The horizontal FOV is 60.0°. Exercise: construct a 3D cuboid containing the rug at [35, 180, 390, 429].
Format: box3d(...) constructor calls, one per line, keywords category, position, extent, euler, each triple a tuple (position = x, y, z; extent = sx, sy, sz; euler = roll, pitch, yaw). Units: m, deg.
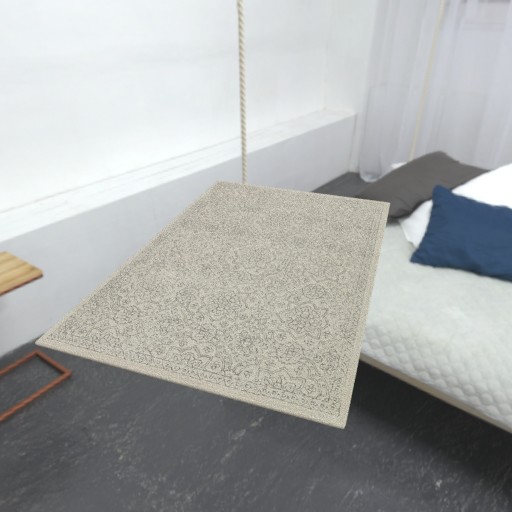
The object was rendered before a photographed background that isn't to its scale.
box3d(category="rug", position=(0.000, 0.000, 2.890), extent=(1.524, 0.011, 2.286), euler=(10, 32, 16))
